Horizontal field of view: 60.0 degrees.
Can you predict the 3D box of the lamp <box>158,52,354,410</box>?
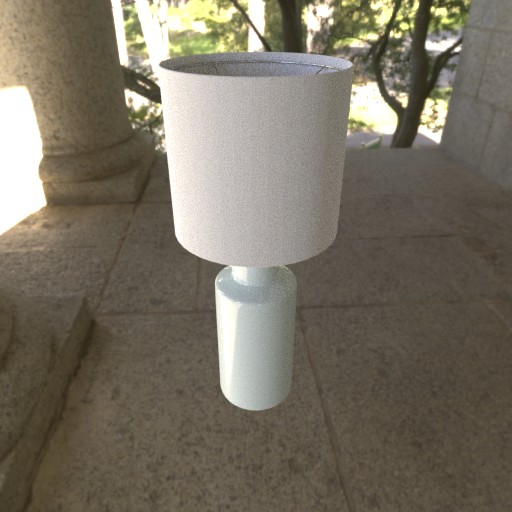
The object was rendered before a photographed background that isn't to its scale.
[{"bbox_3d":[0.000,0.000,0.611,0.212,0.493,0.212,-19,35,-29],"label":"lamp"}]
